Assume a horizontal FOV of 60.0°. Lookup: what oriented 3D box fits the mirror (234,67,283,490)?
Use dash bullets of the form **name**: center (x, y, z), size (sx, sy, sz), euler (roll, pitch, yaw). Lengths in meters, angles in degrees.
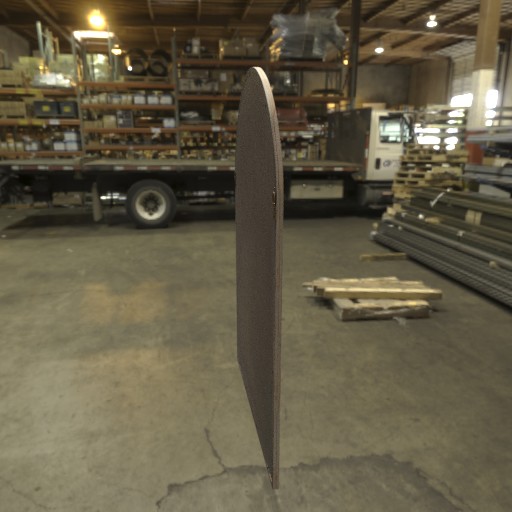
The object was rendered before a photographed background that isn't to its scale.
- **mirror**: center (0.000, 0.000, 1.161), size (0.032, 0.915, 0.609), euler (-3, 15, -9)
